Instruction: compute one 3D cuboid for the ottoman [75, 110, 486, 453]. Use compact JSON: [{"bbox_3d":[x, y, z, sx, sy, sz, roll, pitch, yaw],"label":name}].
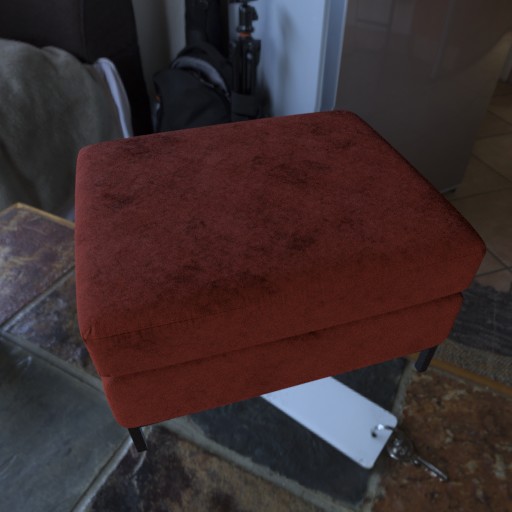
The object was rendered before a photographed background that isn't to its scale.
[{"bbox_3d":[0.000,0.000,1.122,0.782,0.462,0.650,-12,44,-12],"label":"ottoman"}]
